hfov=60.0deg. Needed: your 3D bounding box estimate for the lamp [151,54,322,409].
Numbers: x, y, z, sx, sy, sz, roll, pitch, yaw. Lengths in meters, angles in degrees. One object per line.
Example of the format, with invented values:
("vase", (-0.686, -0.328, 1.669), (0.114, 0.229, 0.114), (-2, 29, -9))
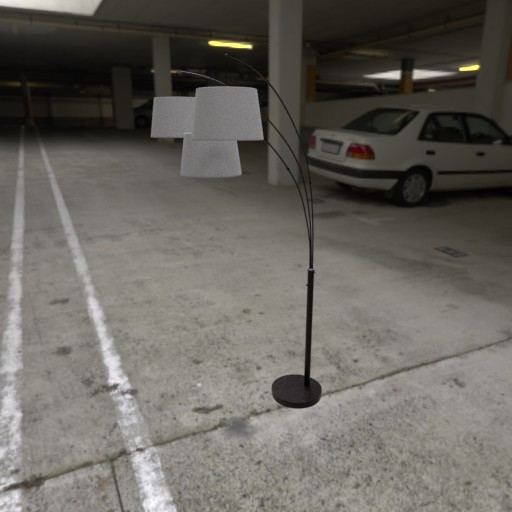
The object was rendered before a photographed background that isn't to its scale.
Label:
("lamp", (0.000, 0.000, 2.468), (0.924, 1.950, 0.951), (-8, 18, -25))
